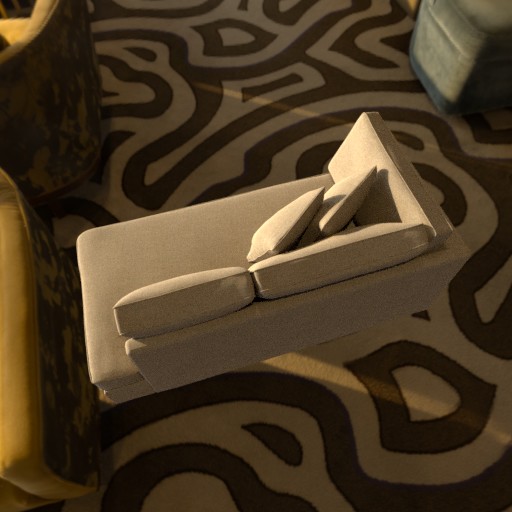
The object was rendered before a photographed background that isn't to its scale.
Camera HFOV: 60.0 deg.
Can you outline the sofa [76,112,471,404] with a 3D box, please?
[{"bbox_3d":[0.000,0.000,2.859,2.238,1.019,1.110,-15,60,-9],"label":"sofa"}]
